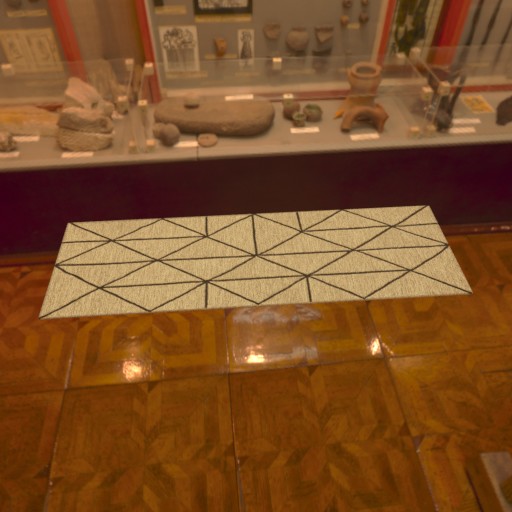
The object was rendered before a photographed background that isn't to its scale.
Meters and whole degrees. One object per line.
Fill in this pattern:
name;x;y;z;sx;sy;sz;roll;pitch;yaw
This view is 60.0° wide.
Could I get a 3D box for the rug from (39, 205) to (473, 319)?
rug;0.000;0.000;2.735;2.438;0.012;0.762;-3;48;-3
